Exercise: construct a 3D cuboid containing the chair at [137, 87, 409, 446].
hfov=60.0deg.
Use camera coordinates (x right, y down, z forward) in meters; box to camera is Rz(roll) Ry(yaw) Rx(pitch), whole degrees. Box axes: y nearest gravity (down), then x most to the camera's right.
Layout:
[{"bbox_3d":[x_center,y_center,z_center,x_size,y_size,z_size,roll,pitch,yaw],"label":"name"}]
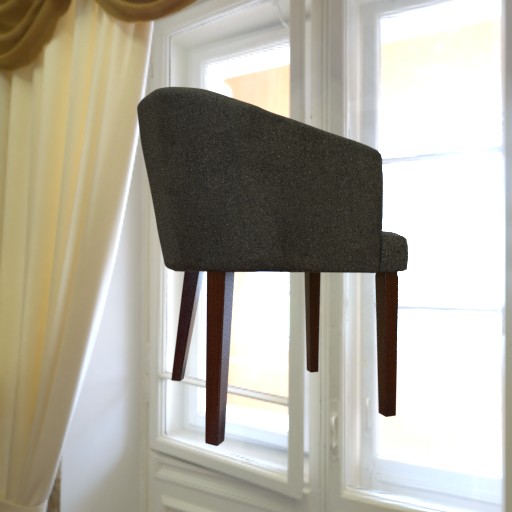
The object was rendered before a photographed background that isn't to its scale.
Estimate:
[{"bbox_3d":[0.000,0.000,1.261,0.655,0.811,0.583,0,0,-18],"label":"chair"}]
